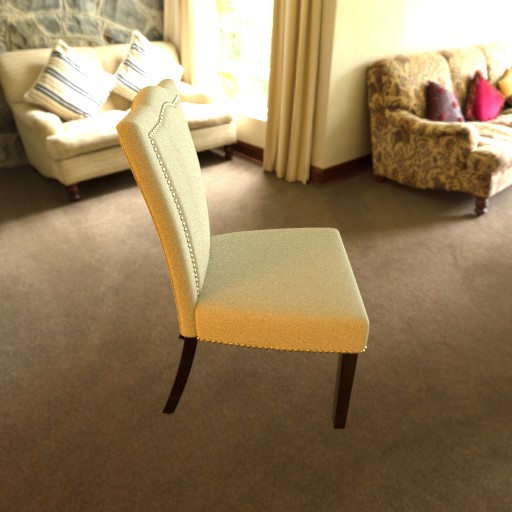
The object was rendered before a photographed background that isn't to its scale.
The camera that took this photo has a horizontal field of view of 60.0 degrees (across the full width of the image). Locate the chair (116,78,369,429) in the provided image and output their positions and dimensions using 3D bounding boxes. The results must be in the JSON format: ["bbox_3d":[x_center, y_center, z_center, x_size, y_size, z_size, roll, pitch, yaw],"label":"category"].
[{"bbox_3d":[0.000,0.000,1.304,0.589,0.946,0.518,0,31,0],"label":"chair"}]
